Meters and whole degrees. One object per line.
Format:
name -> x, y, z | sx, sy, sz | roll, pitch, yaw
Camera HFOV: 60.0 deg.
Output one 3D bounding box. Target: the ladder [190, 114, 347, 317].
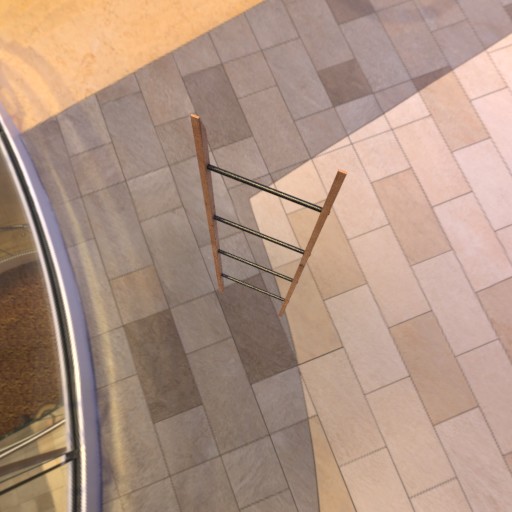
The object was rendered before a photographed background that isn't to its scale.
ladder -> 0.000, 0.000, 2.002 | 0.442, 1.805, 0.200 | 22, 77, 5
